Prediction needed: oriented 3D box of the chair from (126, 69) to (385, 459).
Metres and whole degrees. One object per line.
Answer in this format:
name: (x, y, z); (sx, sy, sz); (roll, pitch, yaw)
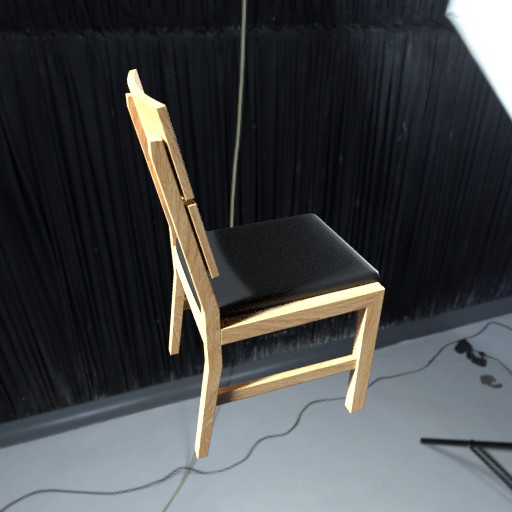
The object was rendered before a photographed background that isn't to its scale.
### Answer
chair: (0.000, 0.000, 1.260); (0.569, 0.950, 0.475); (-10, 32, -16)
